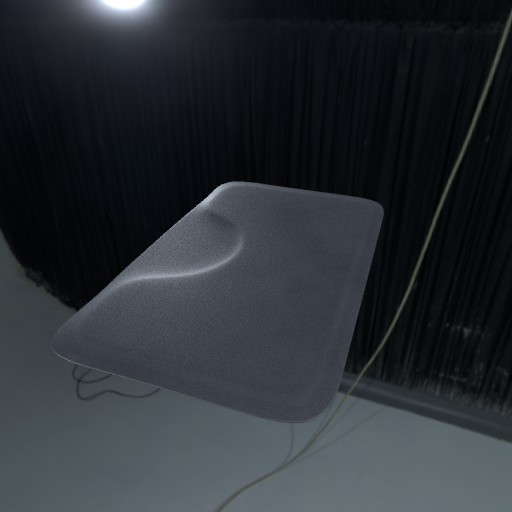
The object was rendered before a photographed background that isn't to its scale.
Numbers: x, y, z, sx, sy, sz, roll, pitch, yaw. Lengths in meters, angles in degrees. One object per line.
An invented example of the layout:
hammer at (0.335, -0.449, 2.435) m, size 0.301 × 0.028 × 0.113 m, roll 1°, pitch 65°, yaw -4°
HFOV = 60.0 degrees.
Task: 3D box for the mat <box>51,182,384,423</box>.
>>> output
mat at (0.000, 0.000, 1.848) m, size 0.918 × 0.013 × 1.524 m, roll 11°, pitch 33°, yaw 17°
